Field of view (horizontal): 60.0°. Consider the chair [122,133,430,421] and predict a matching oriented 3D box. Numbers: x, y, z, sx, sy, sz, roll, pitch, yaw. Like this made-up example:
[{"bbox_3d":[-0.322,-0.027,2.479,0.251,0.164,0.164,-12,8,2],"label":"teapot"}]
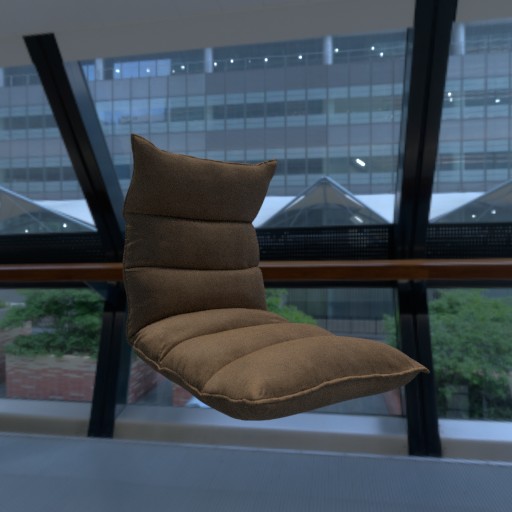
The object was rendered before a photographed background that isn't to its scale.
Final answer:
[{"bbox_3d":[0.000,0.000,1.595,0.714,0.892,0.985,-1,1,-36],"label":"chair"}]
